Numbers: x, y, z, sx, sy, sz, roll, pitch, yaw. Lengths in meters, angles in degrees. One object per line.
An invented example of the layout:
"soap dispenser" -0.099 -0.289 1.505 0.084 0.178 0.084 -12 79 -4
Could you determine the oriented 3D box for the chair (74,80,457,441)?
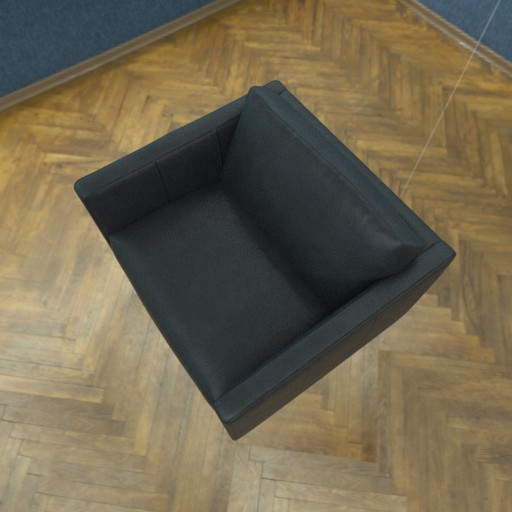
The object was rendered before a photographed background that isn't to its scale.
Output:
"chair" 0.000 0.000 1.627 0.862 0.811 0.939 -32 67 -15
